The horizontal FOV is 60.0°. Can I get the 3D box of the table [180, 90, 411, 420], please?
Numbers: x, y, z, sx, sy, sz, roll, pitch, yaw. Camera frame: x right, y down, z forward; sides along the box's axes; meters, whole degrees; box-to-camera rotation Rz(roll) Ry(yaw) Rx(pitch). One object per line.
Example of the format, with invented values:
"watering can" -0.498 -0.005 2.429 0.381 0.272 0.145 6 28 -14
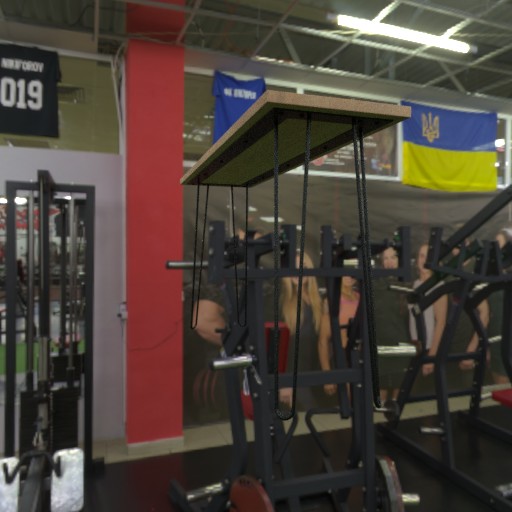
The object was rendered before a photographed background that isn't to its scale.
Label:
"table" 0.000 0.000 1.766 0.399 0.799 1.400 0 1 -18
